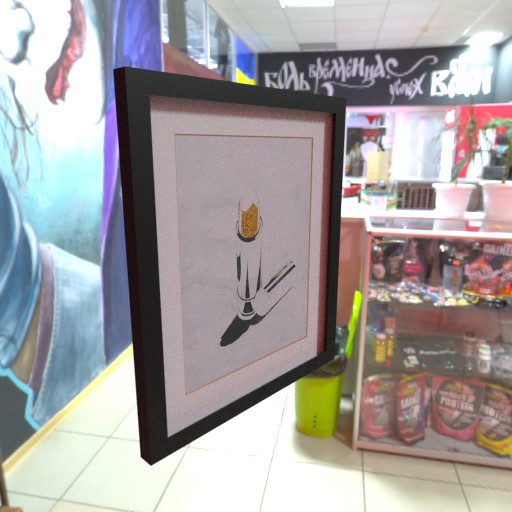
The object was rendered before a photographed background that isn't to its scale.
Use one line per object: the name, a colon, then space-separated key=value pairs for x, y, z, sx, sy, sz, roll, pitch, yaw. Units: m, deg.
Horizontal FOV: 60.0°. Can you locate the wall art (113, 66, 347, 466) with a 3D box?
wall art: x=0.000 y=0.000 z=0.530 sx=0.019 sy=0.381 sz=0.330 roll=13 pitch=19 yaw=42
